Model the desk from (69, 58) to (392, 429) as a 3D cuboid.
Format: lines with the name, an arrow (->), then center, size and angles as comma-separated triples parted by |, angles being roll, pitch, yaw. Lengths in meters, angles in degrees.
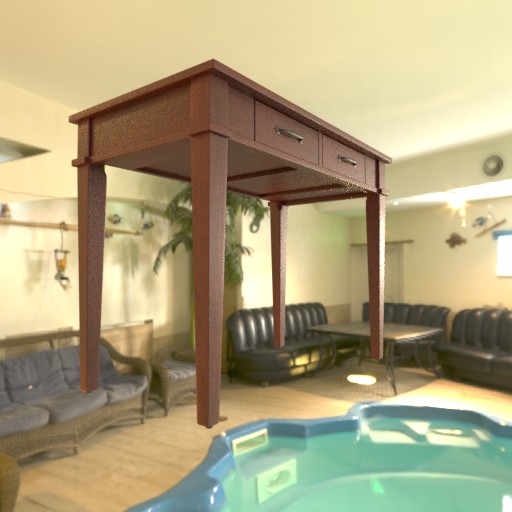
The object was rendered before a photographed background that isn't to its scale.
desk -> 0.000, 0.000, 1.449 | 0.549, 0.762, 1.001 | -2, -3, 37
